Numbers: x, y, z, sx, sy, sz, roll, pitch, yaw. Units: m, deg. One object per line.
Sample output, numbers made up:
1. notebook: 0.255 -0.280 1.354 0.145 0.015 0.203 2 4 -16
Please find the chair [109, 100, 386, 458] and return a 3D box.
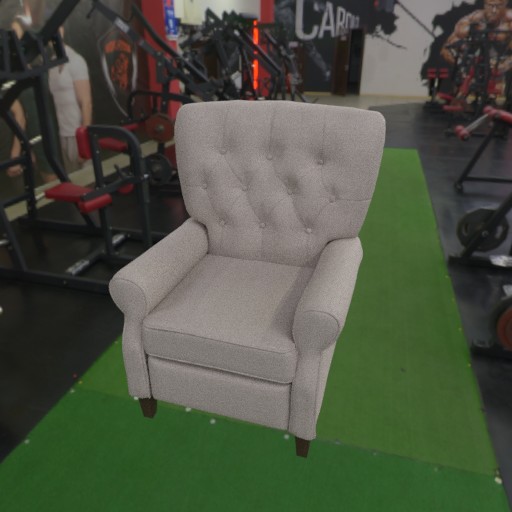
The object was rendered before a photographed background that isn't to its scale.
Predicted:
1. chair: 0.000 0.000 1.928 0.942 1.209 1.025 8 27 16
